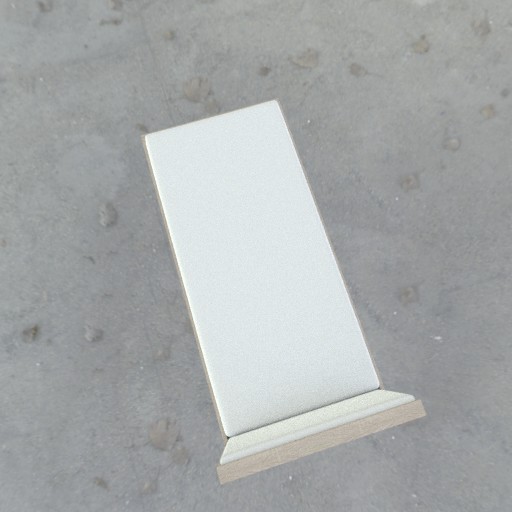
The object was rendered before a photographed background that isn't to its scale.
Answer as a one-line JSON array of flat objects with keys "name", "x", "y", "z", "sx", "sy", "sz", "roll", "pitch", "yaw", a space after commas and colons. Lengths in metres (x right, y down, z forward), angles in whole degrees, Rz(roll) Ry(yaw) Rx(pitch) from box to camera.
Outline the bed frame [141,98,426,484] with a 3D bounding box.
[{"name": "bed frame", "x": 0.000, "y": 0.000, "z": 2.710, "sx": 0.990, "sy": 0.920, "sz": 2.140, "roll": -17, "pitch": 76, "yaw": -4}]
